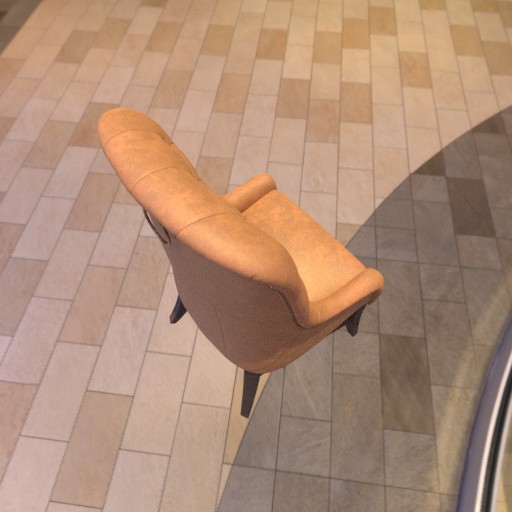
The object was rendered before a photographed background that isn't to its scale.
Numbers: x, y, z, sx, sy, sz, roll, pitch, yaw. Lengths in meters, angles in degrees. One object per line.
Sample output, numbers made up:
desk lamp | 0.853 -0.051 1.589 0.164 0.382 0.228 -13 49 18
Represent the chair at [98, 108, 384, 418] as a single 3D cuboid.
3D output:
chair | 0.000 0.000 1.411 0.629 1.091 0.634 -34 63 -20
